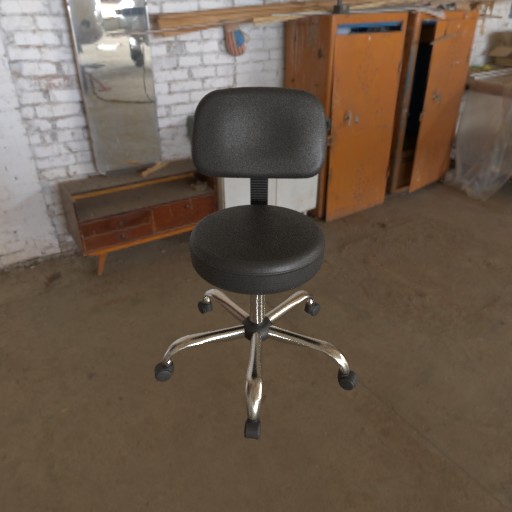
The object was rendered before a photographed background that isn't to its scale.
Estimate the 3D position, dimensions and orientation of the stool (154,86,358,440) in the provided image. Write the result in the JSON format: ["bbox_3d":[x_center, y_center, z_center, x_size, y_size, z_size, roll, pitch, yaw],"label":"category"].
[{"bbox_3d":[0.000,0.000,1.324,0.673,0.862,0.648,1,31,2],"label":"stool"}]
